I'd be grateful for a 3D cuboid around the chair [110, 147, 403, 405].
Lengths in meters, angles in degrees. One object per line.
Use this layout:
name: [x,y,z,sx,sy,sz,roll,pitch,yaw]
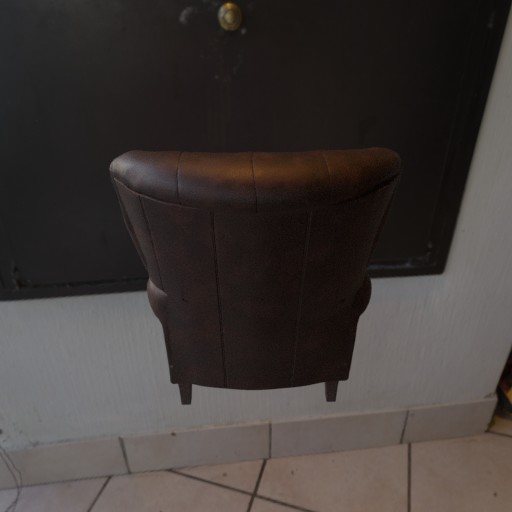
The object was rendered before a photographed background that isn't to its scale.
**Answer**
chair: [0.000,0.000,1.925,0.948,1.158,1.058,-1,31,-1]
